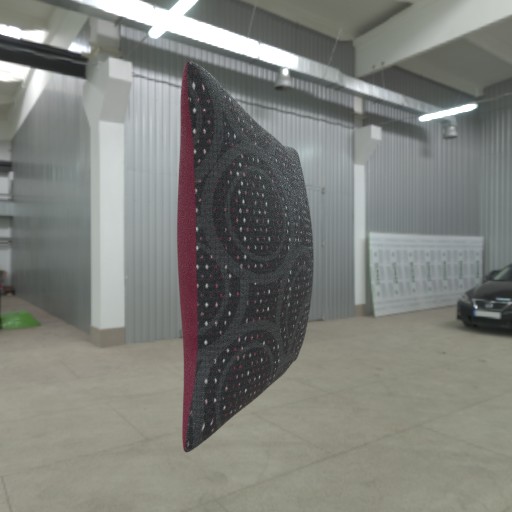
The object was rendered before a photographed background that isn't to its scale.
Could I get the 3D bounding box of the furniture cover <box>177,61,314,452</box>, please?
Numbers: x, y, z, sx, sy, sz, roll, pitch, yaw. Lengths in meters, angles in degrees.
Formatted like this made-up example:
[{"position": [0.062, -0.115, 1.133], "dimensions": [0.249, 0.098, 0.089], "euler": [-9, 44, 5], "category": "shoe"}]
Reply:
[{"position": [0.000, 0.000, 0.826], "dimensions": [0.193, 0.509, 0.552], "euler": [0, 0, 19], "category": "furniture cover"}]
